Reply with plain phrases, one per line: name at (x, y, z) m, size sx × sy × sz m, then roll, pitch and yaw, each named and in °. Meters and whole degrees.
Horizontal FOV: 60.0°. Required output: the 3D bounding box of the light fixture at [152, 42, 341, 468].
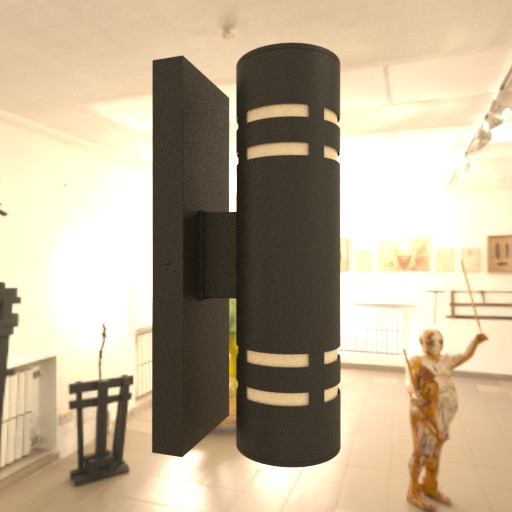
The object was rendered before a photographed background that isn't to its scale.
light fixture at (0.000, 0.000, 0.397) m, size 0.149 × 0.330 × 0.105 m, roll 0°, pitch 0°, yaw 19°
